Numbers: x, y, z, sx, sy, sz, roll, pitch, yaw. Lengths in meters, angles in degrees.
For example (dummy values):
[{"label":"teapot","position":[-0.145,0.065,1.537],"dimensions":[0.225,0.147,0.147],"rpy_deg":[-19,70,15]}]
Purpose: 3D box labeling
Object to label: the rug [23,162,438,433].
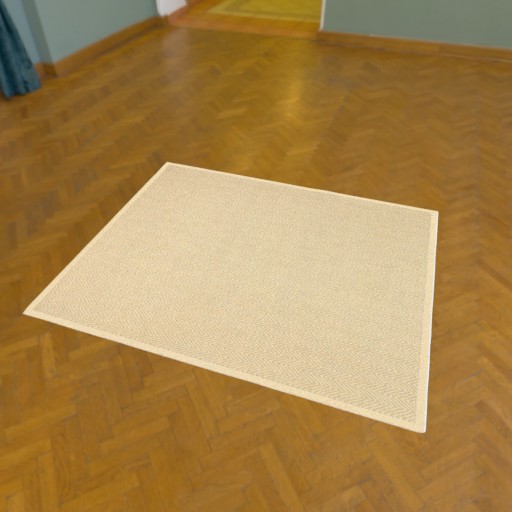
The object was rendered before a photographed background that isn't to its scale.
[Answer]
[{"label":"rug","position":[0.000,0.000,3.918],"dimensions":[3.009,0.019,2.423],"rpy_deg":[13,43,14]}]
